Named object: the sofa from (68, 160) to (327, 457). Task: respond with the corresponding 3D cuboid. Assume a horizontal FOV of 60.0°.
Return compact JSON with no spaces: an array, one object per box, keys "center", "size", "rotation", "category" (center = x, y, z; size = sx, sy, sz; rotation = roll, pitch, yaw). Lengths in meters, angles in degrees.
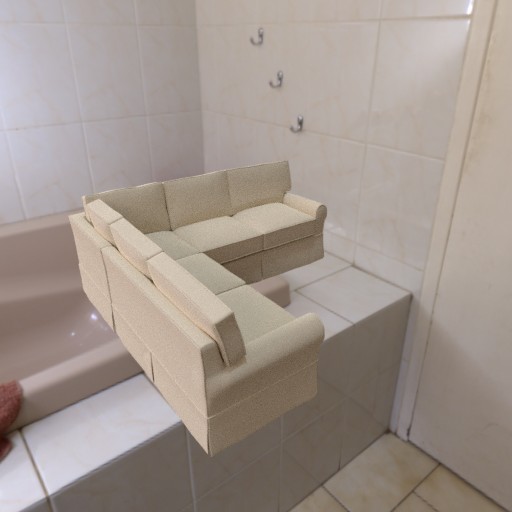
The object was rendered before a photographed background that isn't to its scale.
[{"center":[0.000,0.000,4.137],"size":[2.597,1.070,2.591],"rotation":[-18,31,-32],"category":"sofa"}]
